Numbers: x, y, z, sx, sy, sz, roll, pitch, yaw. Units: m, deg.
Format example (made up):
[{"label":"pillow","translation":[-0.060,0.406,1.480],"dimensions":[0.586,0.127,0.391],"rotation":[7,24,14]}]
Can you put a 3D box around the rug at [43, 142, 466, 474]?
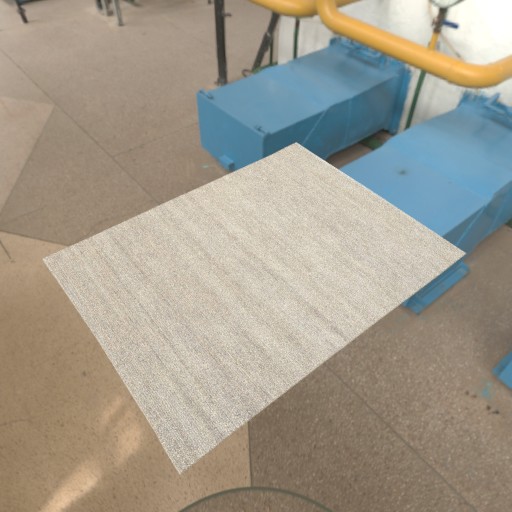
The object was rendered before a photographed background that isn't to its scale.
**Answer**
[{"label":"rug","translation":[0.000,0.000,4.740],"dimensions":[3.626,0.051,2.757],"rotation":[-30,53,-25]}]
